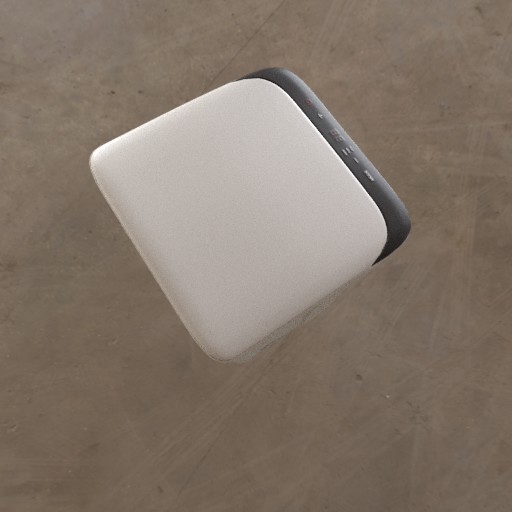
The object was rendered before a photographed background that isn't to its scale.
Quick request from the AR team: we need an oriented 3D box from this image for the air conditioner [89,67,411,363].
[{"bbox_3d":[0.000,0.000,0.937,0.369,0.716,0.352,-33,77,-9],"label":"air conditioner"}]
